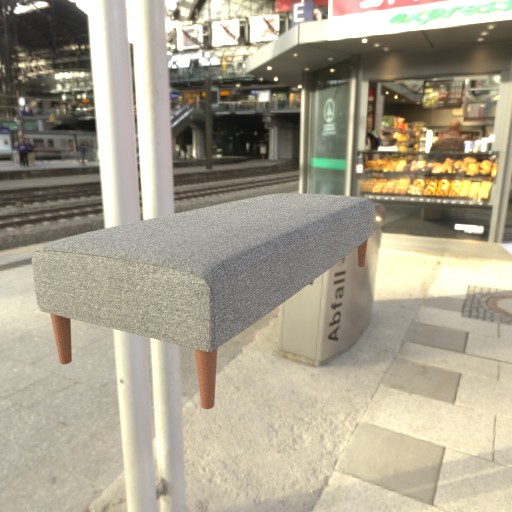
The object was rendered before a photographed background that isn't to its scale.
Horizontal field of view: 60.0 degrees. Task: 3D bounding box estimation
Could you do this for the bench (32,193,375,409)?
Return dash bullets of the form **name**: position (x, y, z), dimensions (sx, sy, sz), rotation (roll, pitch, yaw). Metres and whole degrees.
- **bench**: position (0.000, 0.000, 1.816), dimensions (0.631, 0.384, 1.598), rotation (7, 15, 26)
